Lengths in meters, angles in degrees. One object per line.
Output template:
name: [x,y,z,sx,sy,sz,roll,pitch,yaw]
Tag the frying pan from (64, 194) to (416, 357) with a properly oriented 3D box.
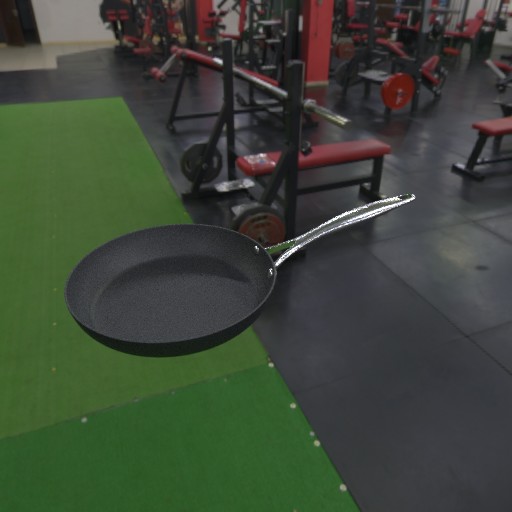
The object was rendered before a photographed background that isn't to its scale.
frying pan: [0.000,0.000,0.580,0.472,0.105,0.255,-10,33,-16]
